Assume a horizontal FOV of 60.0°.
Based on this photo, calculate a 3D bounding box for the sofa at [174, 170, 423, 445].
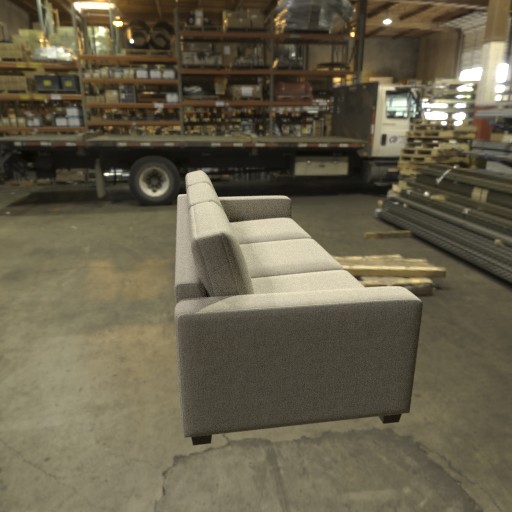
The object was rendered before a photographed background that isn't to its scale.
[{"bbox_3d":[0.000,0.000,2.582,0.900,0.800,2.160,-3,18,-9],"label":"sofa"}]
